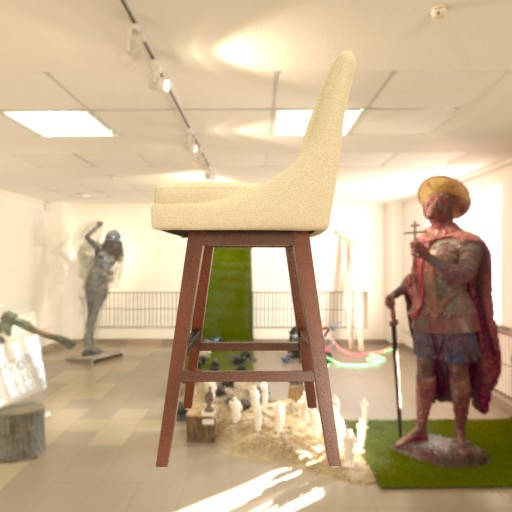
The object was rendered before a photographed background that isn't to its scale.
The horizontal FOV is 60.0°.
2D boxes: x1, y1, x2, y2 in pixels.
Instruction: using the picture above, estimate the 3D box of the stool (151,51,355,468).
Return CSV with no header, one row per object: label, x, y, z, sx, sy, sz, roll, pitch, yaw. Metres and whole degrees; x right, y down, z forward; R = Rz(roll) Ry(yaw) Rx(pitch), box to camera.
stool,0.000,0.000,1.377,0.559,1.097,0.470,0,0,0
